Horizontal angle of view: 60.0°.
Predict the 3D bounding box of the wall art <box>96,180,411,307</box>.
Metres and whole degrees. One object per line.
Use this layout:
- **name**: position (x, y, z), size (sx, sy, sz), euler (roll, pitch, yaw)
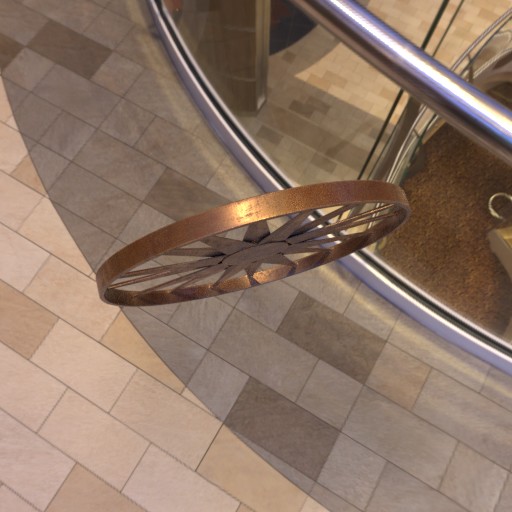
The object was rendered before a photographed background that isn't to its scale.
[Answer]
- **wall art**: position (0.000, 0.000, 0.849), size (0.582, 0.583, 0.084), euler (-15, 73, -4)
